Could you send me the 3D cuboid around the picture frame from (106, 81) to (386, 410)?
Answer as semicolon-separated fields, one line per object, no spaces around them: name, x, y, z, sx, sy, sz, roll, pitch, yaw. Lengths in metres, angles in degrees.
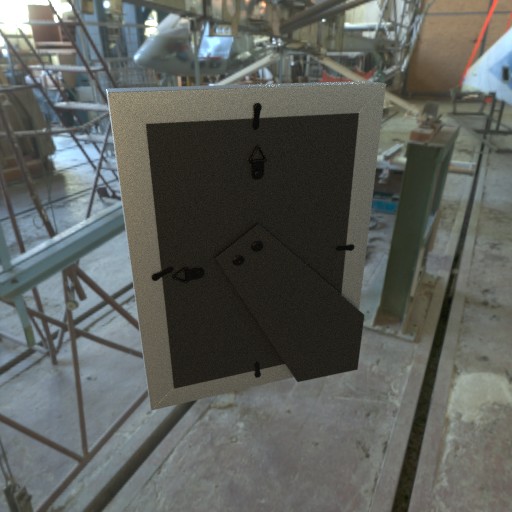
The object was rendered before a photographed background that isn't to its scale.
picture frame;0.000;0.000;0.289;0.157;0.208;0.028;-8;27;-17
